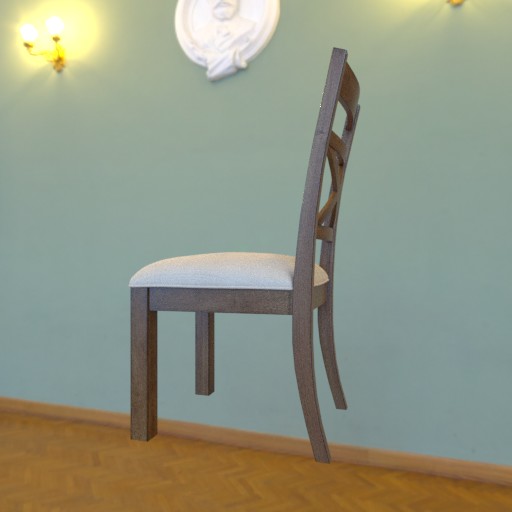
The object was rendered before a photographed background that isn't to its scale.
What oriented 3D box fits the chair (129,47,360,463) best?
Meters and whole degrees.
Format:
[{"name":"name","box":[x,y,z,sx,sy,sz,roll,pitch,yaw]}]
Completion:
[{"name":"chair","box":[0.000,0.000,1.275,0.581,0.949,0.461,0,0,17]}]
